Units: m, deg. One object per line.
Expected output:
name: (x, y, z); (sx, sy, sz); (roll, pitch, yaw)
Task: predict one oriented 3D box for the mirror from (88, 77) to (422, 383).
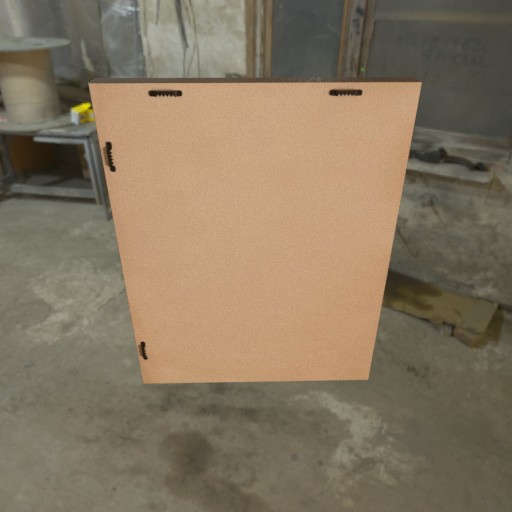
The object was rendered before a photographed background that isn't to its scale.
mirror: (0.000, 0.000, 0.681); (0.406, 0.509, 0.041); (-1, 31, -1)
